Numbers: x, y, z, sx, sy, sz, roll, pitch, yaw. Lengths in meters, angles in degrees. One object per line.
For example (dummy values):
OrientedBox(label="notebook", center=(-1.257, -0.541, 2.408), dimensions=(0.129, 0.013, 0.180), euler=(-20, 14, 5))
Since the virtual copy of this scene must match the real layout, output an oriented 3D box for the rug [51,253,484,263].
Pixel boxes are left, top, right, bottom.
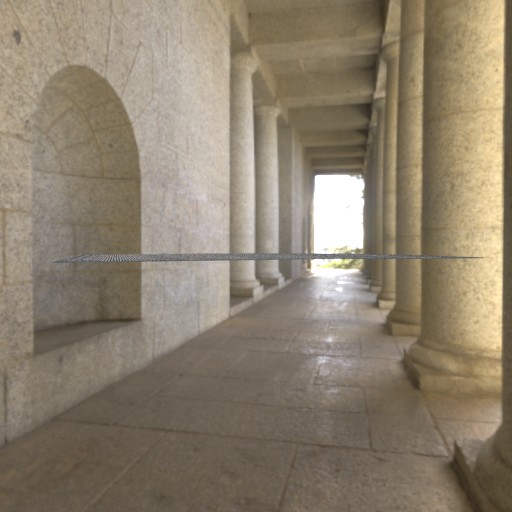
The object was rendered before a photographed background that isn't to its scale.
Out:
OrientedBox(label="rug", center=(0.000, 0.000, 2.219), dimensions=(1.740, 0.010, 1.135), euler=(0, 1, -17))
